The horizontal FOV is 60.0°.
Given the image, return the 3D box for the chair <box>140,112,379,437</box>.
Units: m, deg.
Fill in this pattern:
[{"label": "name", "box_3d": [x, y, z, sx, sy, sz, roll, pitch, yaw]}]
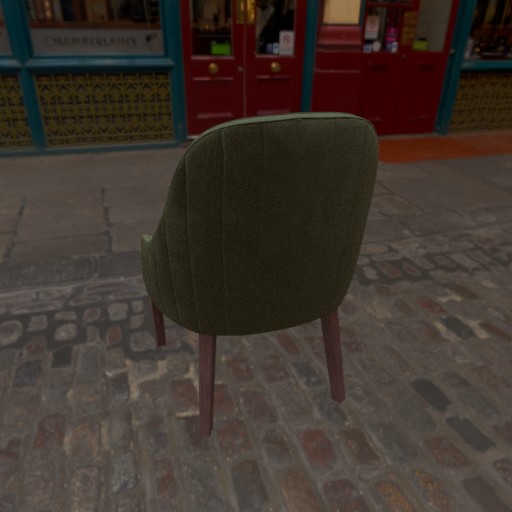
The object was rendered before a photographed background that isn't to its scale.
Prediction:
[{"label": "chair", "box_3d": [0.000, 0.000, 1.293, 0.643, 0.889, 0.575, -8, 28, -16]}]
